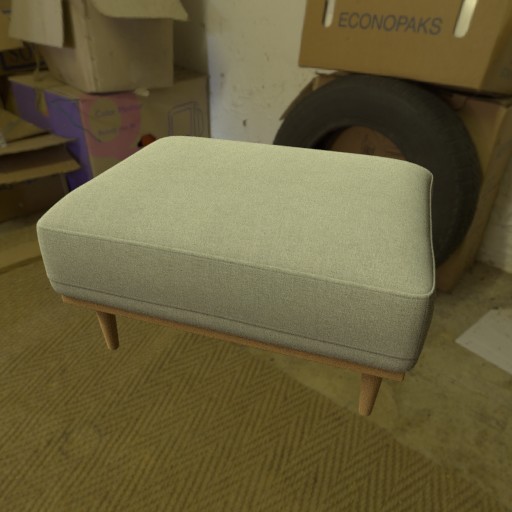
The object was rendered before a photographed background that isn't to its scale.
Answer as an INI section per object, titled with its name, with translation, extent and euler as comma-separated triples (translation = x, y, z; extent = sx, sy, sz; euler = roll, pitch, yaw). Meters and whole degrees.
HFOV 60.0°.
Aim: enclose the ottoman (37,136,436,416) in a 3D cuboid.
[ottoman]
translation = 0.000, 0.000, 1.044
extent = 0.749, 0.428, 0.549
euler = 10, 34, 15
